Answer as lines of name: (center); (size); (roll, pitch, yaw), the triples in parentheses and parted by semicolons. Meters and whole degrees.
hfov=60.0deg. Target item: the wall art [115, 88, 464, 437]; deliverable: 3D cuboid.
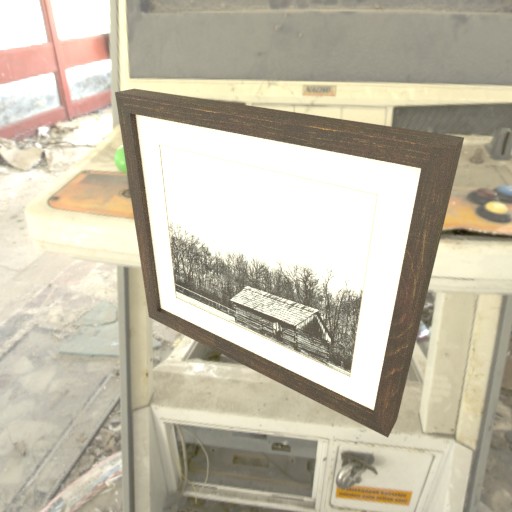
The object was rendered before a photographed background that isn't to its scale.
wall art: (0.000, 0.000, 0.518); (0.381, 0.330, 0.031); (19, 35, 29)
